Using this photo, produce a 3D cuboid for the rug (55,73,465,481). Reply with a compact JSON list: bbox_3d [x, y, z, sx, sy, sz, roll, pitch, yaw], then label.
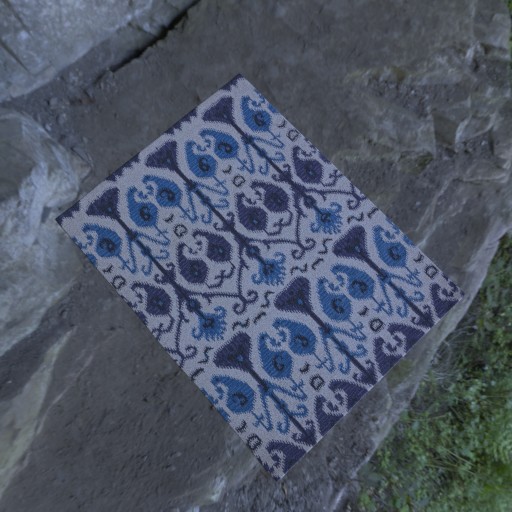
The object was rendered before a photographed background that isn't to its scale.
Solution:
[{"bbox_3d":[0.000,0.000,4.282,2.443,0.024,3.228,-42,80,-9],"label":"rug"}]
